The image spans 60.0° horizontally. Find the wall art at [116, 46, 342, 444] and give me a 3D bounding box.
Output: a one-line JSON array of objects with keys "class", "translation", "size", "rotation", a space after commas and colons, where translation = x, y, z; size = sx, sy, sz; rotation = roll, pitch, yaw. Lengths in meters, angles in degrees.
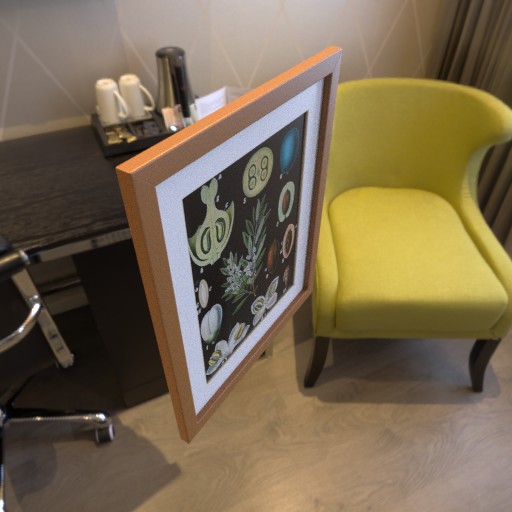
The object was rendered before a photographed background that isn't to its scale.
[{"class": "wall art", "translation": [0.000, 0.000, 0.510], "size": [0.015, 0.379, 0.310], "rotation": [25, 47, 25]}]
